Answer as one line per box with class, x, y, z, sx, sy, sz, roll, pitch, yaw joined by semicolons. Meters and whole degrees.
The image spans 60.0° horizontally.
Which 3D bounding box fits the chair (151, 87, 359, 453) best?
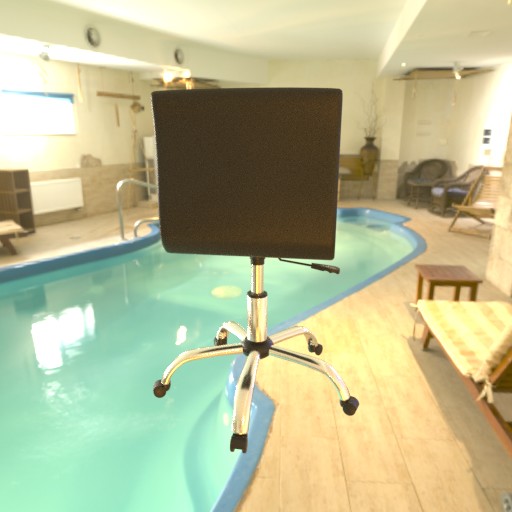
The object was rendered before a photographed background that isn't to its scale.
chair;0.000;0.000;1.132;0.556;0.780;0.530;3;16;9
